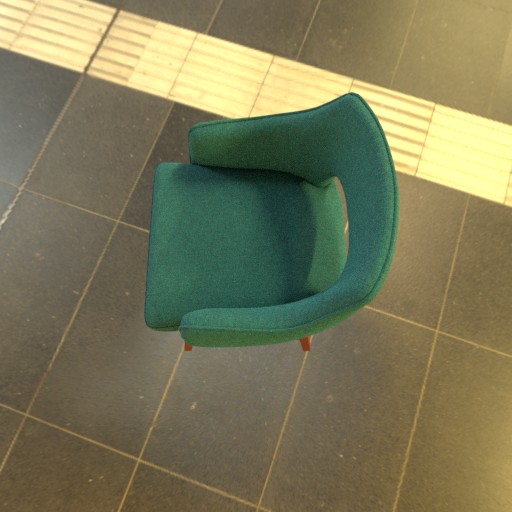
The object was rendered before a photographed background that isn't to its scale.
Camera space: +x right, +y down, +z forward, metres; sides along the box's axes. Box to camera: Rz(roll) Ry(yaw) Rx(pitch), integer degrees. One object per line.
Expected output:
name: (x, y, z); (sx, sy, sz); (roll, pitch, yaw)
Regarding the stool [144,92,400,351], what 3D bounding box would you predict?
stool: (0.000, 0.000, 1.290); (0.556, 0.961, 0.548); (0, 74, 0)
